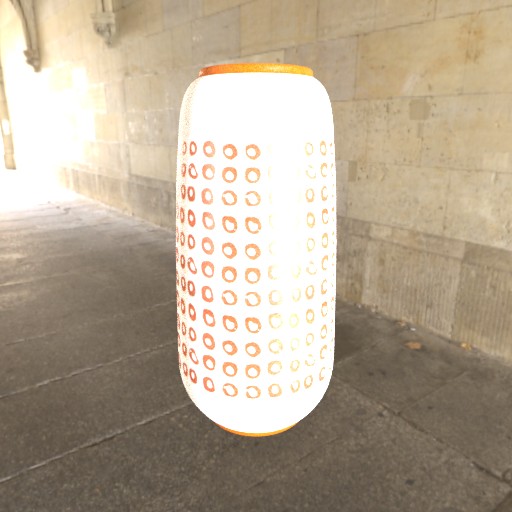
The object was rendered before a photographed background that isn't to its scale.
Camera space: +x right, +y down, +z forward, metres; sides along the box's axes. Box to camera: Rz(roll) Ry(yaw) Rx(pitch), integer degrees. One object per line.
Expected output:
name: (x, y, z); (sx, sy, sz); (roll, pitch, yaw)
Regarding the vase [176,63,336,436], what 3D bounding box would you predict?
vase: (0.000, 0.000, 0.363); (0.133, 0.282, 0.133); (0, 16, 0)
